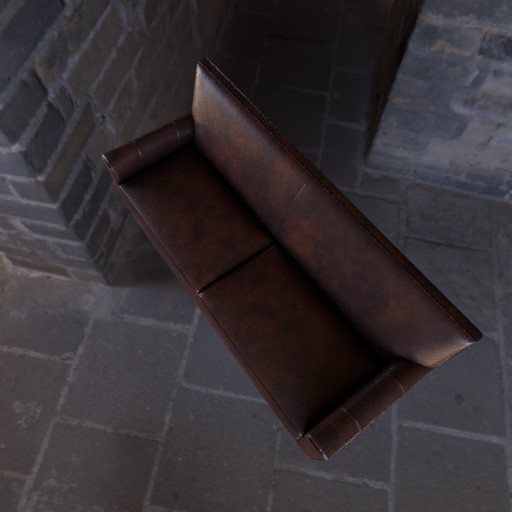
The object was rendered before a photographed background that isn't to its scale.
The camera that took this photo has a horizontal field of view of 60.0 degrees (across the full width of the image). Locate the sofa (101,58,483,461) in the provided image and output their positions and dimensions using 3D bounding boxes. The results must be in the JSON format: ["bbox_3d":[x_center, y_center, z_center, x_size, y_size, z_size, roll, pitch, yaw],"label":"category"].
[{"bbox_3d":[0.000,0.000,2.393,0.786,0.871,1.995,-33,68,-16],"label":"sofa"}]
